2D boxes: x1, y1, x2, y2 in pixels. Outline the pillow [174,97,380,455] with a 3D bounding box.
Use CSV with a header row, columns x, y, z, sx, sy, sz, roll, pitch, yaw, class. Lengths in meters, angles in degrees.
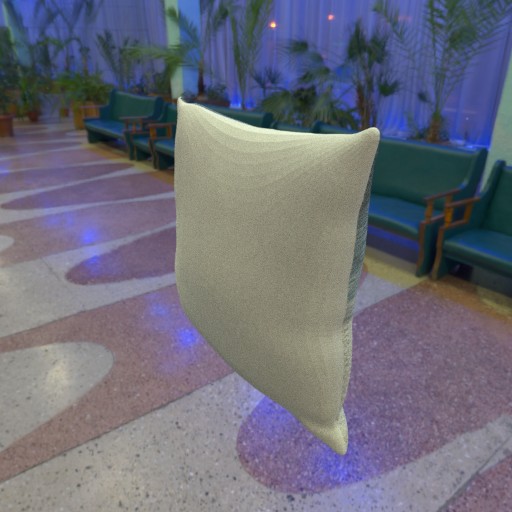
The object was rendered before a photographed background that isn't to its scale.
x,y,z,sx,sy,sz,roll,pitch,yaw,class
0.000,0.000,0.682,0.182,0.441,0.440,-18,31,-32,pillow
